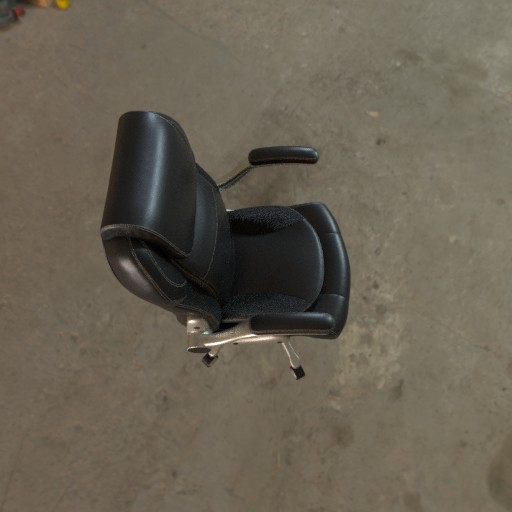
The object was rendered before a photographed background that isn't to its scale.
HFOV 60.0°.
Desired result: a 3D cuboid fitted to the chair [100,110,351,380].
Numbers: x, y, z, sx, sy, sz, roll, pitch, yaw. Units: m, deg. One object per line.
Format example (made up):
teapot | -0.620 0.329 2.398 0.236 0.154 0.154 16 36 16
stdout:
chair | 0.000 0.000 1.665 0.801 1.141 0.724 -1 63 0
